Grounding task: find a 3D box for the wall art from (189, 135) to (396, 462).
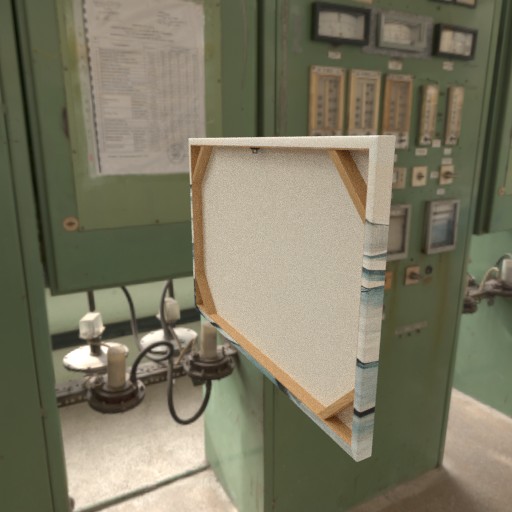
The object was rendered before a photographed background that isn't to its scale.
[{"bbox_3d":[0.000,0.000,1.179,0.039,0.609,0.914,-7,16,-26],"label":"wall art"}]
